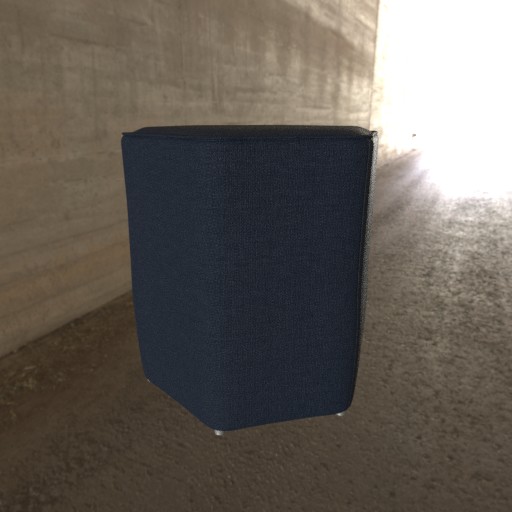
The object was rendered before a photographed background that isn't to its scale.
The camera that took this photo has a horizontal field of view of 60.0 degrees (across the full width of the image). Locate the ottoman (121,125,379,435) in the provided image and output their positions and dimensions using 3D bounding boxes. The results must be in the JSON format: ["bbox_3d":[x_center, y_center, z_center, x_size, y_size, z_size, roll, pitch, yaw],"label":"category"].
[{"bbox_3d":[0.000,0.000,0.898,0.492,0.505,0.454,-3,18,-9],"label":"ottoman"}]
